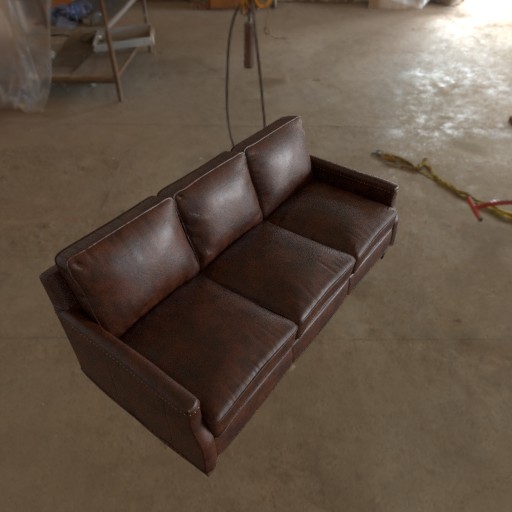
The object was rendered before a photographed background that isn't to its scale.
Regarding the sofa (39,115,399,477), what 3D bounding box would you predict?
[{"bbox_3d":[0.000,0.000,2.812,1.084,1.003,2.240,26,47,27],"label":"sofa"}]
